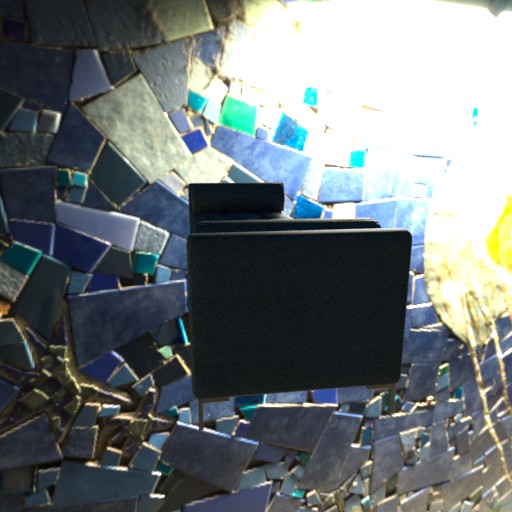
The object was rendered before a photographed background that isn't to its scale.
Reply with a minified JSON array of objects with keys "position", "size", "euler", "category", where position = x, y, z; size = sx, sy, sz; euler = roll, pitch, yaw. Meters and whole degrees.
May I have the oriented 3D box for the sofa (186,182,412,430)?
[{"position":[0.000,0.000,2.313],"size":[0.686,0.635,1.981],"euler":[-2,14,-8],"category":"sofa"}]
